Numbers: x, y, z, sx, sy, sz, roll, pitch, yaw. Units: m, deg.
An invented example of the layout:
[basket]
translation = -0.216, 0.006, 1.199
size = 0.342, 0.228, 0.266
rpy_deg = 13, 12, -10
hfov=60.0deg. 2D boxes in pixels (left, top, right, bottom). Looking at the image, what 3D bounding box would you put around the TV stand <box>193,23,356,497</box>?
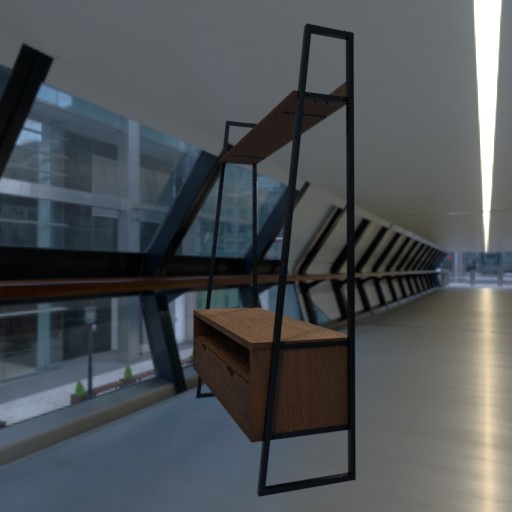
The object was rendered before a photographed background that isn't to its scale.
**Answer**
[TV stand]
translation = 0.000, 0.000, 2.280
size = 0.432, 1.772, 1.250
rpy_deg = 0, -1, -18
